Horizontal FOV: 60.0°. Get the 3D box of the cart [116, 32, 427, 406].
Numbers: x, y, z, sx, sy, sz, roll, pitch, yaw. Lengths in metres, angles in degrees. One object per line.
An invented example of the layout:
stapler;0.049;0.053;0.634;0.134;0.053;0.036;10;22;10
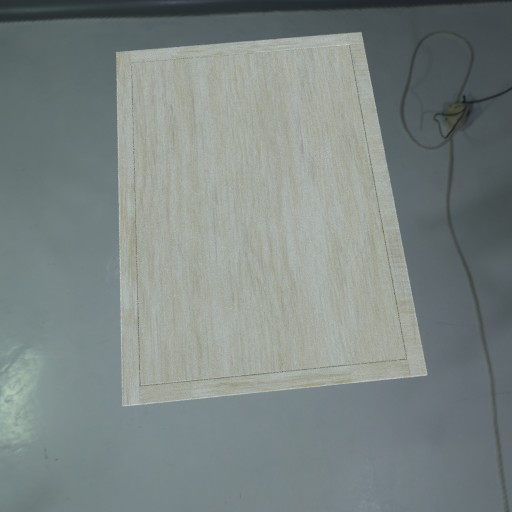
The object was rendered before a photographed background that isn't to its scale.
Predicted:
cart;0.000;0.000;1.347;0.559;0.914;0.762;-5;75;-1
